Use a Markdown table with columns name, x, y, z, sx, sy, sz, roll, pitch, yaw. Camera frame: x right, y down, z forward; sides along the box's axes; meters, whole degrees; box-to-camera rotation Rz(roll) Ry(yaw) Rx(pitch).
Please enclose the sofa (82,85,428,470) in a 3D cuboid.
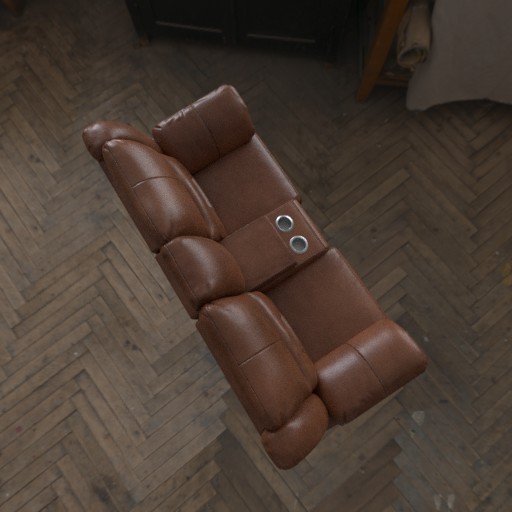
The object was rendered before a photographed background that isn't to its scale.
| name | x | y | z | sx | sy | sz | roll | pitch | yaw |
| --- | --- | --- | --- | --- | --- | --- | --- | --- | --- |
| sofa | 0.000 | 0.000 | 2.581 | 0.991 | 1.043 | 2.058 | -31 | 77 | -8 |
